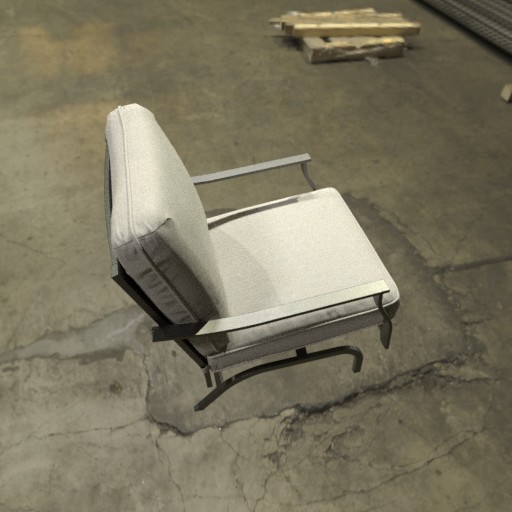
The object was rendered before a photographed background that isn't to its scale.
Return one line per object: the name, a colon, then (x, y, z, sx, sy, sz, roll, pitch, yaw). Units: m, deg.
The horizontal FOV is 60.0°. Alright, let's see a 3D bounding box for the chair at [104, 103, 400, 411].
chair: (0.000, 0.000, 1.414, 0.787, 0.860, 0.650, -11, 47, -10)
